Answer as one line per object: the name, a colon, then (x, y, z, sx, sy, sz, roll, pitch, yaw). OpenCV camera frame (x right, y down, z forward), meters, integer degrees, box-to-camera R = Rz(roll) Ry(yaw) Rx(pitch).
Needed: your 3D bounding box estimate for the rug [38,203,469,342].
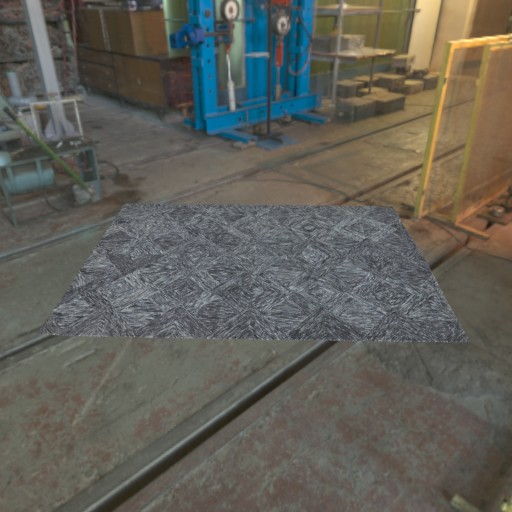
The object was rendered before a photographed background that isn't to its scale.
rug: (0.000, 0.000, 5.432, 4.093, 0.020, 2.997, 1, 31, 1)
